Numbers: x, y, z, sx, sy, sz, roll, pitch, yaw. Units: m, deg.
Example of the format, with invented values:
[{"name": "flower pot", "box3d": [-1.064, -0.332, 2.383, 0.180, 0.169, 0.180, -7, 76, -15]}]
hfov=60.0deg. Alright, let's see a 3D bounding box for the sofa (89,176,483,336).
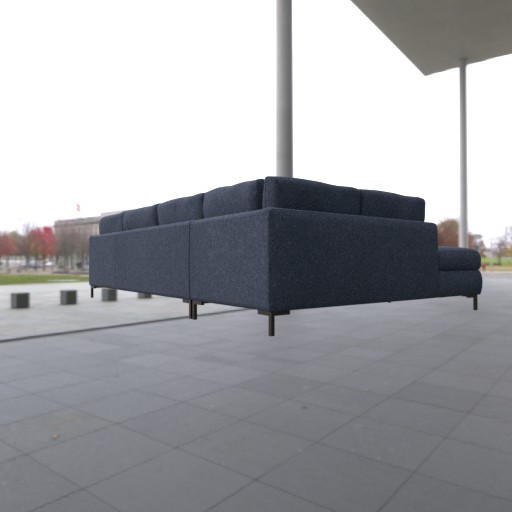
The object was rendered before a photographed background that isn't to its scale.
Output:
[{"name": "sofa", "box3d": [0.000, 0.000, 3.849, 2.007, 0.813, 2.956, 1, -1, -37]}]
